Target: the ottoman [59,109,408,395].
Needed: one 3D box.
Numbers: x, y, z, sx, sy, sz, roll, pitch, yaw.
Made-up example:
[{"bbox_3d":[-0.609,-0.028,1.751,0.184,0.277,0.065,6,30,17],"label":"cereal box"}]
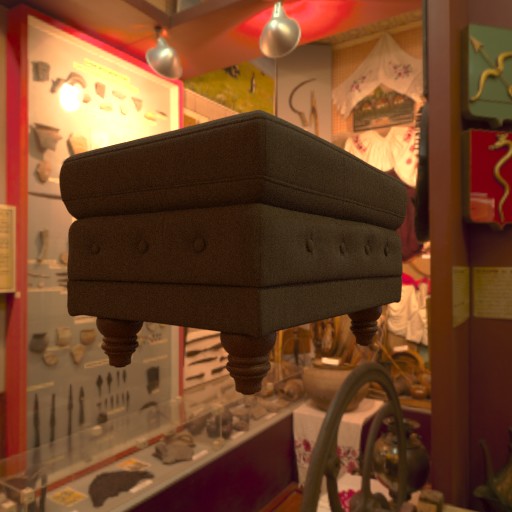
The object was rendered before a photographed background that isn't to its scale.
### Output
[{"bbox_3d":[0.000,0.000,1.128,0.569,0.500,0.771,-1,-1,35],"label":"ottoman"}]
